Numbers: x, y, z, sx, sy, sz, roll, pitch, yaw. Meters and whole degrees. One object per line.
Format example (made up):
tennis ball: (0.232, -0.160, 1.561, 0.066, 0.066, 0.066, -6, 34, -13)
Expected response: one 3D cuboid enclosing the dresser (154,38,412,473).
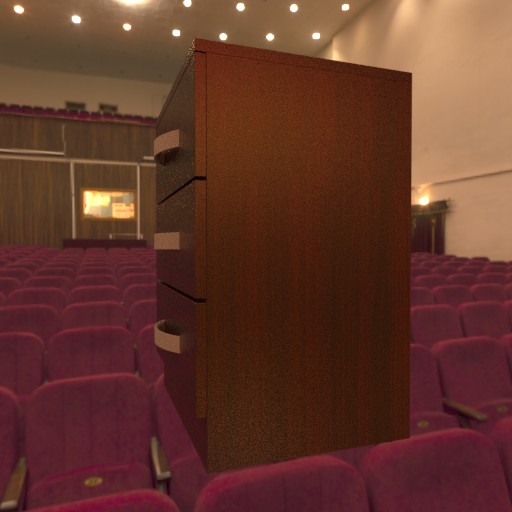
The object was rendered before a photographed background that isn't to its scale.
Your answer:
dresser: (0.000, 0.000, 0.804, 0.360, 0.560, 0.400, 0, 1, -20)
